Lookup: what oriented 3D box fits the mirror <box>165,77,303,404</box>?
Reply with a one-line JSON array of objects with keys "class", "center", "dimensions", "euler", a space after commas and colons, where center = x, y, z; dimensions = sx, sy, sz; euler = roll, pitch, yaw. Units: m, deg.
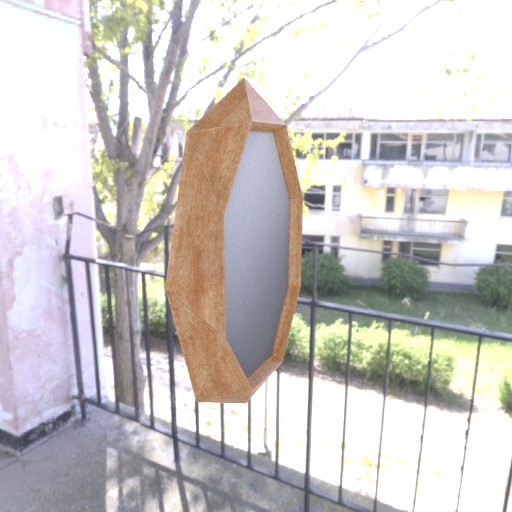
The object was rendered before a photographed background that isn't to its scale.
[{"class": "mirror", "center": [0.000, 0.000, 1.018], "dimensions": [0.070, 0.774, 0.577], "euler": [7, 15, 27]}]
